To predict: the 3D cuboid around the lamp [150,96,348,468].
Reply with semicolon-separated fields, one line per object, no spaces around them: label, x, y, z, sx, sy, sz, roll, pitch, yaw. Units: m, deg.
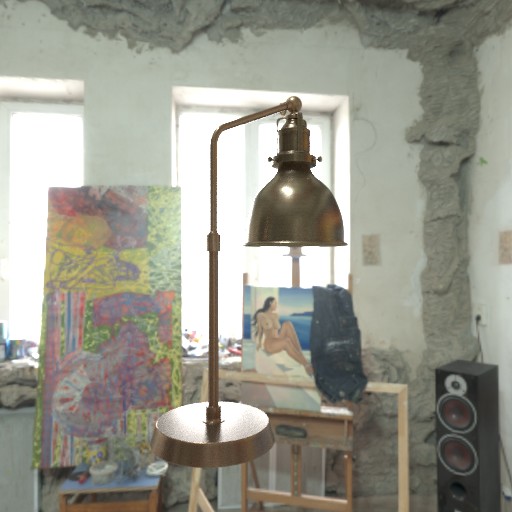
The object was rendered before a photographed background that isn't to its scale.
lamp;0.000;0.000;0.592;0.286;0.456;0.153;0;0;-37
